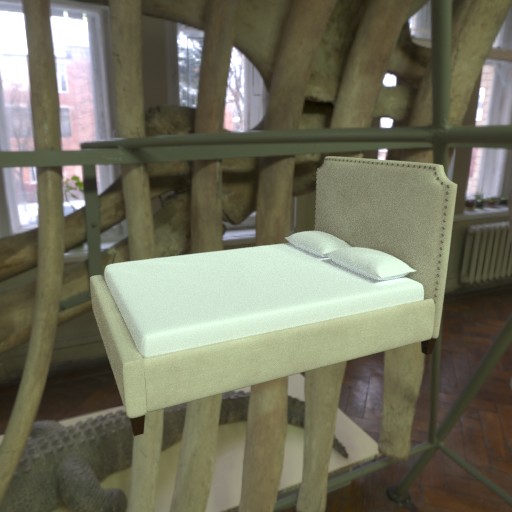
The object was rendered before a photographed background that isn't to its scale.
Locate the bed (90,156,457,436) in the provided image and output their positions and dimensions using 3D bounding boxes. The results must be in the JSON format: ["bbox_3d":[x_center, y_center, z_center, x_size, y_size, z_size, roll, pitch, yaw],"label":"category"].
[{"bbox_3d":[0.000,0.000,3.498,2.372,1.443,1.712,-7,17,-25],"label":"bed"}]
